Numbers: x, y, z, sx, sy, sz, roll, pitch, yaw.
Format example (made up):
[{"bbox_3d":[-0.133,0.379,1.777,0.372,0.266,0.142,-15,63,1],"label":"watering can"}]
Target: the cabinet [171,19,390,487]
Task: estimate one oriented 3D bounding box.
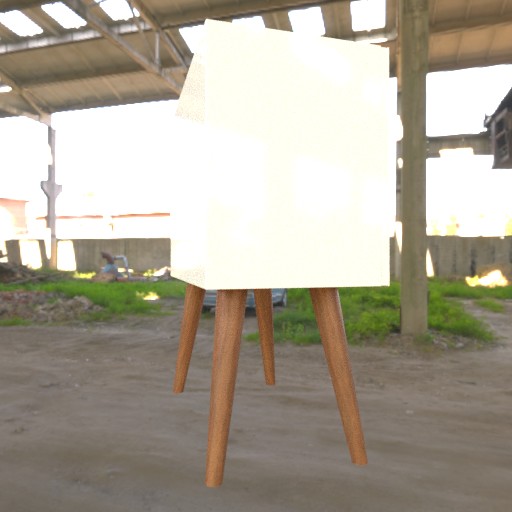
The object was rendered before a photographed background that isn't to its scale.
[{"bbox_3d":[0.000,0.000,1.052,0.344,0.772,0.591,0,0,-16],"label":"cabinet"}]
